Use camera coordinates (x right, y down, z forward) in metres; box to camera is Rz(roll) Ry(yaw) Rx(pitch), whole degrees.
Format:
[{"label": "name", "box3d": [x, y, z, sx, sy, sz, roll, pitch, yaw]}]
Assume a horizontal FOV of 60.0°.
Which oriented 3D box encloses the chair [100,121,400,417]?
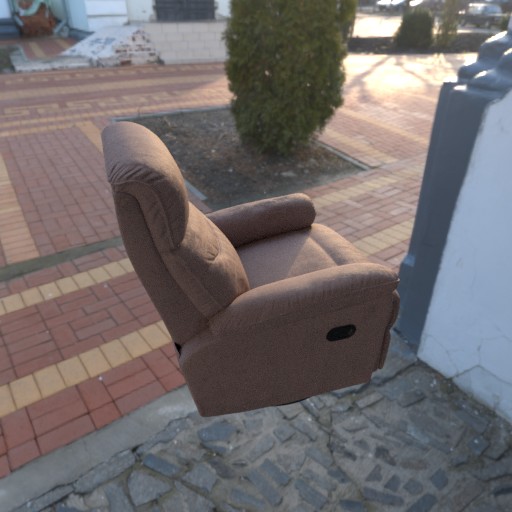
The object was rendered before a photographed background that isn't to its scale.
[{"label": "chair", "box3d": [0.000, 0.000, 1.753, 1.004, 1.037, 0.820, -10, 32, -16]}]
